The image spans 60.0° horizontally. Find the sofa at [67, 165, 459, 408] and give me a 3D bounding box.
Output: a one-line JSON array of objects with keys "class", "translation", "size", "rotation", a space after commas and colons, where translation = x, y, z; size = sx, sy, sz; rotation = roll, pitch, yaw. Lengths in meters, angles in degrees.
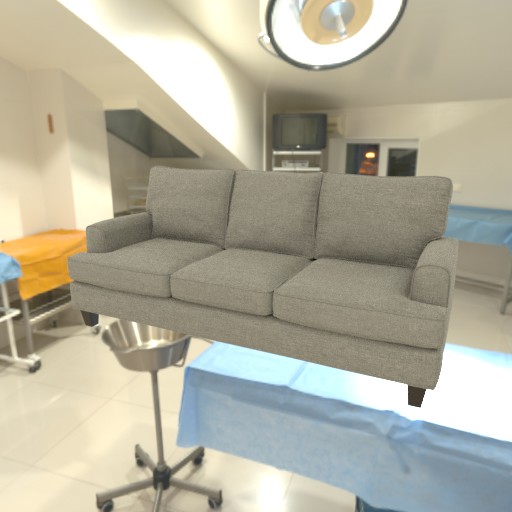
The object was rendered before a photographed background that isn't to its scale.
[{"class": "sofa", "translation": [0.000, 0.000, 2.622], "size": [2.158, 0.965, 0.951], "rotation": [7, 17, 25]}]
